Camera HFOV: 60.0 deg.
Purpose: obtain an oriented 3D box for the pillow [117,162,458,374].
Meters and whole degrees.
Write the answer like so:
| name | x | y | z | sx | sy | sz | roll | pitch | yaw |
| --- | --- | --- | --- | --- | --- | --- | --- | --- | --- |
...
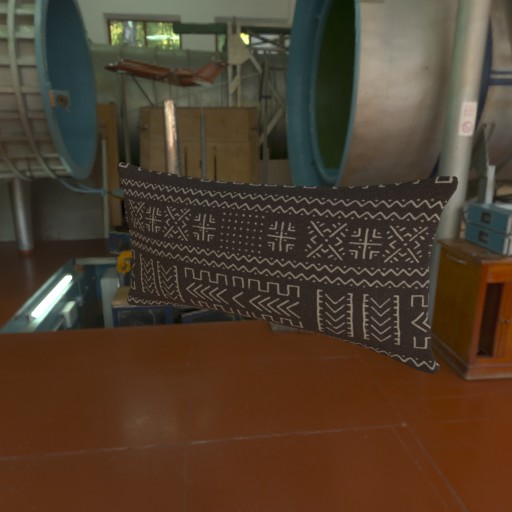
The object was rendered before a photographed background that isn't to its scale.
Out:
| name | x | y | z | sx | sy | sz | roll | pitch | yaw |
| --- | --- | --- | --- | --- | --- | --- | --- | --- | --- |
| pillow | 0.000 | 0.000 | 0.822 | 0.667 | 0.322 | 0.135 | 8 | 18 | 26 |
